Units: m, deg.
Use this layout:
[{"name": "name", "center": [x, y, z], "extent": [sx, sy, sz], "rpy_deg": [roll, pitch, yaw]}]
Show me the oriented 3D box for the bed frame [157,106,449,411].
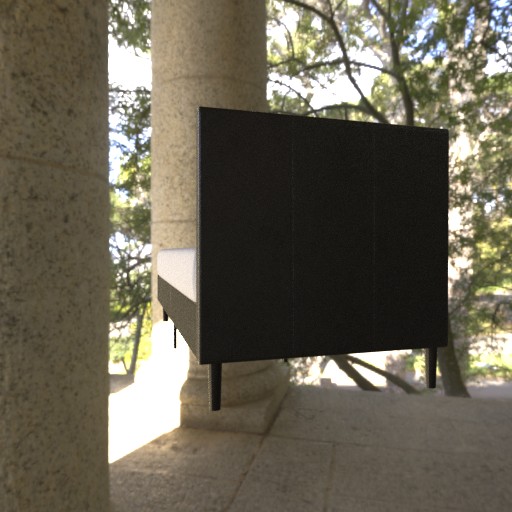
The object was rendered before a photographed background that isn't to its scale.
[{"name": "bed frame", "center": [0.000, 0.000, 2.509], "extent": [1.038, 1.046, 2.152], "rpy_deg": [0, 1, -16]}]
